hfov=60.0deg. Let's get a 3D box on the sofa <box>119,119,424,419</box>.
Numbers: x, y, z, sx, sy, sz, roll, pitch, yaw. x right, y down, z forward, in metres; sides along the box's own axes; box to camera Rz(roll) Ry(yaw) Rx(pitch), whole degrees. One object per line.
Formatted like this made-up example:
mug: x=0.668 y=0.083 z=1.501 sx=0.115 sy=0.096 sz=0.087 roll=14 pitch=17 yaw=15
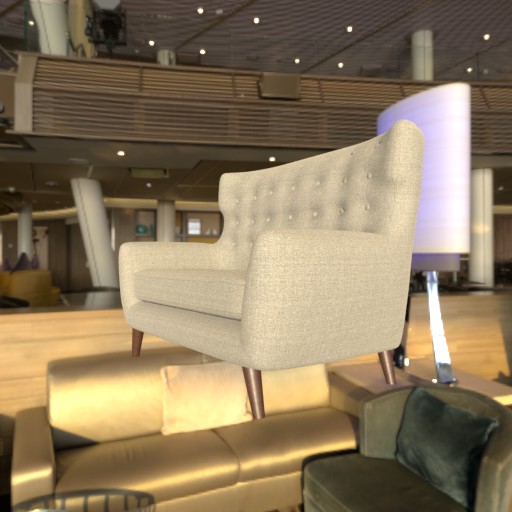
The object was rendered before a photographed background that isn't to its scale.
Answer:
sofa: x=0.000 y=0.000 z=2.061 sx=0.884 sy=1.028 sz=1.386 roll=0 pitch=-1 yaw=-35
